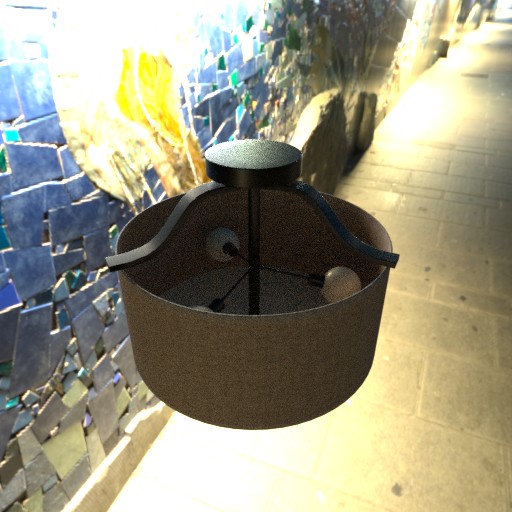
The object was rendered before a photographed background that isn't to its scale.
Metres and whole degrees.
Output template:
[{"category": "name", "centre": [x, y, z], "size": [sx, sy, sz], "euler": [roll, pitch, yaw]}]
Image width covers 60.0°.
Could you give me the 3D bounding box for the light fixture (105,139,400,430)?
[{"category": "light fixture", "centre": [0.000, 0.000, 0.646], "size": [0.390, 0.306, 0.390], "euler": [0, 30, 0]}]
